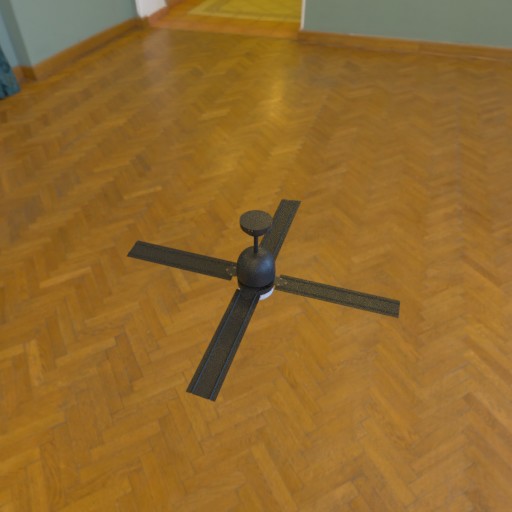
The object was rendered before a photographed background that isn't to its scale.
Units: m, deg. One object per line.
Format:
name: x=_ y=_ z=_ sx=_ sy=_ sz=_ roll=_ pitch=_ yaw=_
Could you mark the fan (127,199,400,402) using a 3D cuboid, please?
fan: x=0.000 y=0.000 z=2.001 sx=1.319 sy=0.410 sz=1.319 roll=11 pitch=43 yaw=12
